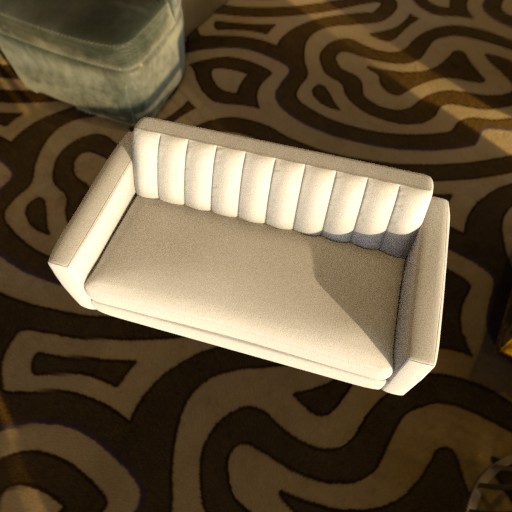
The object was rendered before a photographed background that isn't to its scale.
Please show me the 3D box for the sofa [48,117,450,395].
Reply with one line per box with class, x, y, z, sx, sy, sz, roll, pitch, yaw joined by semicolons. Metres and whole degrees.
sofa;0.000;0.000;2.455;1.895;0.814;0.969;14;60;8
